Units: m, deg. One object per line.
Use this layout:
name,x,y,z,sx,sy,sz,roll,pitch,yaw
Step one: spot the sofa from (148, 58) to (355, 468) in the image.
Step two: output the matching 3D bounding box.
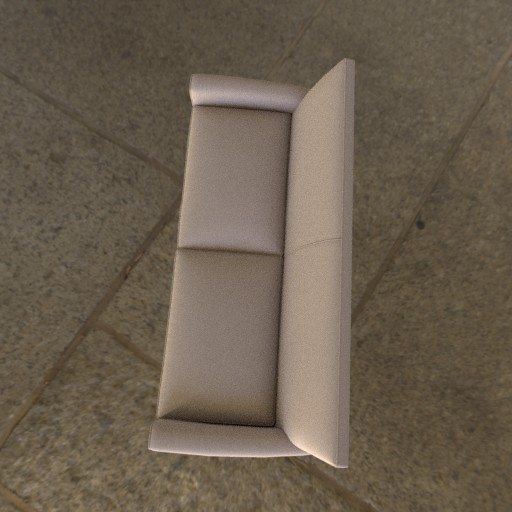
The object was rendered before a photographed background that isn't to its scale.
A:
sofa,0.000,0.000,2.410,0.875,0.846,2.000,4,76,1
